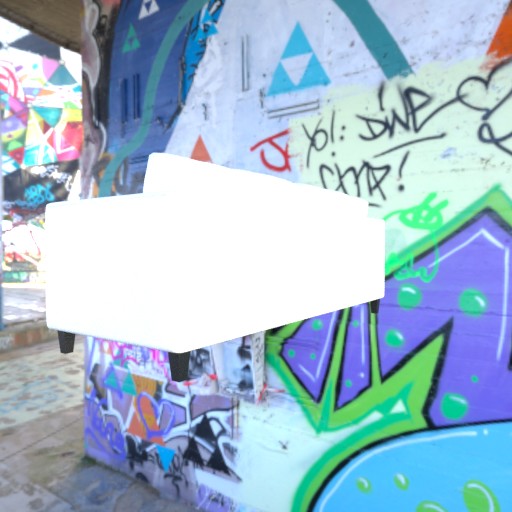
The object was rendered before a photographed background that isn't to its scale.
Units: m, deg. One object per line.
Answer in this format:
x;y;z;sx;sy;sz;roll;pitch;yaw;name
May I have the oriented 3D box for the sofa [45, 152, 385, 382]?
0.000;0.000;2.953;0.948;0.965;2.434;1;2;35;sofa
